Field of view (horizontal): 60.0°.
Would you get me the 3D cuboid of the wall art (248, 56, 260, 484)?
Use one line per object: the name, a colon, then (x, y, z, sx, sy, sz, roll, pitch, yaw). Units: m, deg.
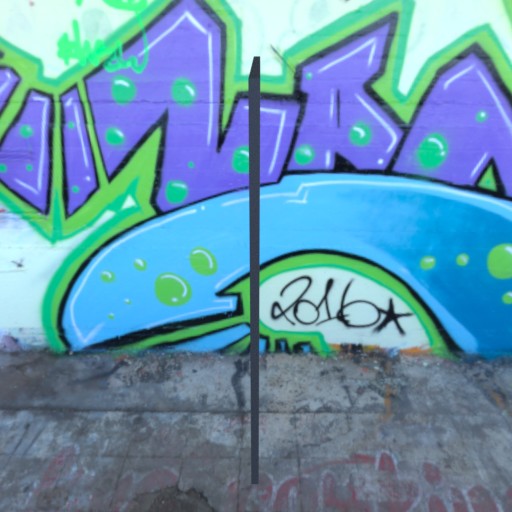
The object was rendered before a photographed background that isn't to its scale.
wall art: (0.000, 0.000, 0.829, 0.013, 0.660, 0.460, 0, 27, 0)
